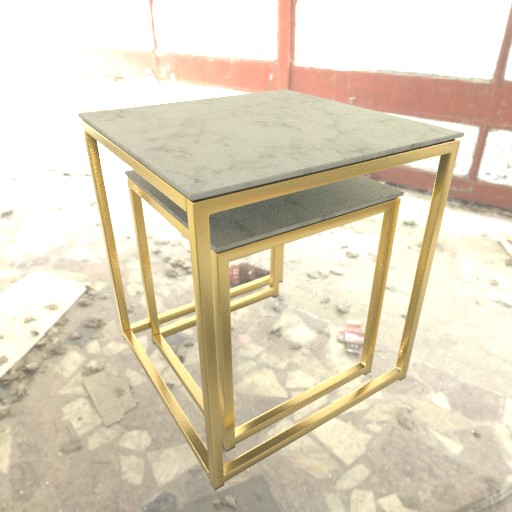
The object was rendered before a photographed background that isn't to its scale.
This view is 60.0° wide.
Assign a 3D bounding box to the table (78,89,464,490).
[{"bbox_3d":[0.000,0.000,0.842,0.450,0.500,0.450,-18,34,-28],"label":"table"}]
